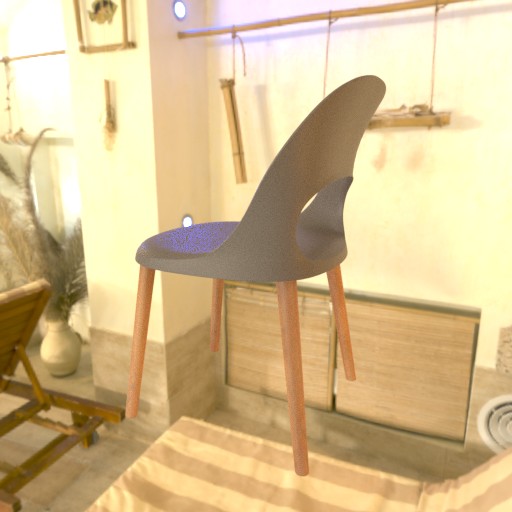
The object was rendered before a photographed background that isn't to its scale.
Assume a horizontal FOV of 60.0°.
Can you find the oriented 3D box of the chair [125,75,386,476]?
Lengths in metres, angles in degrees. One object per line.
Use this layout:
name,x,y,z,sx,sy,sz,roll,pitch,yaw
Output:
chair,0.000,0.000,1.101,0.556,0.795,0.470,6,15,25
